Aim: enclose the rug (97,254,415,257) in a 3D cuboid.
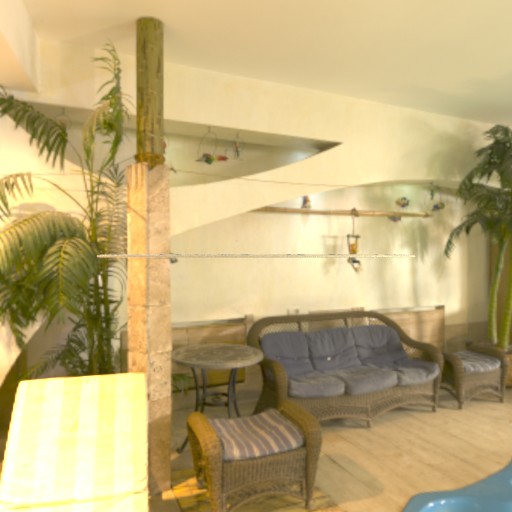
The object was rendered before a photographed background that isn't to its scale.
[{"bbox_3d":[0.000,0.000,2.357,1.593,0.012,1.593,0,0,0],"label":"rug"}]
